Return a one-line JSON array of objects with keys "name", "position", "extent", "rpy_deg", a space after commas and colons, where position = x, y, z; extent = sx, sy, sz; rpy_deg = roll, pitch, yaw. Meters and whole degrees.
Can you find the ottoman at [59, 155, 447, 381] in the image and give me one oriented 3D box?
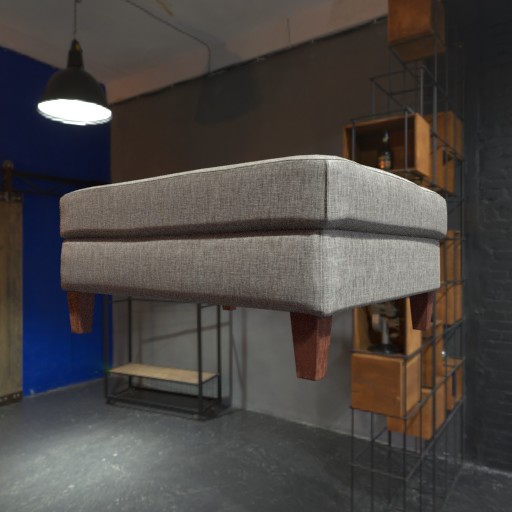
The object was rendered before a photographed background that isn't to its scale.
[{"name": "ottoman", "position": [0.000, 0.000, 1.450], "extent": [0.994, 0.492, 0.839], "rpy_deg": [0, 0, 37]}]
